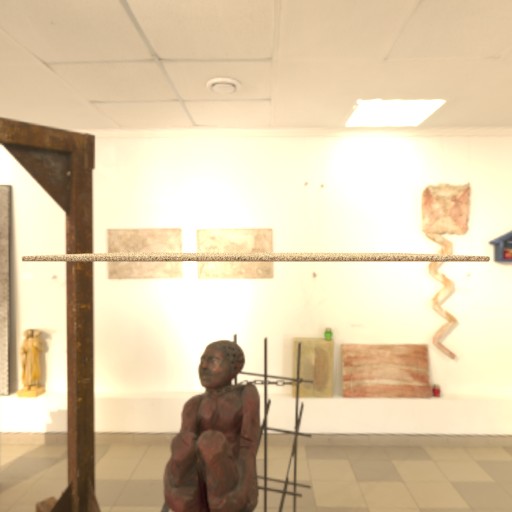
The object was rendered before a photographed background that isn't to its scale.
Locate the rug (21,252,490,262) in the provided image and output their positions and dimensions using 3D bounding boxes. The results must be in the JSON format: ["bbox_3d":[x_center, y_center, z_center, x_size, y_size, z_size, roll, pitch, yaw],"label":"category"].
[{"bbox_3d":[0.000,0.000,3.049,2.438,0.030,1.524,0,1,1],"label":"rug"}]
